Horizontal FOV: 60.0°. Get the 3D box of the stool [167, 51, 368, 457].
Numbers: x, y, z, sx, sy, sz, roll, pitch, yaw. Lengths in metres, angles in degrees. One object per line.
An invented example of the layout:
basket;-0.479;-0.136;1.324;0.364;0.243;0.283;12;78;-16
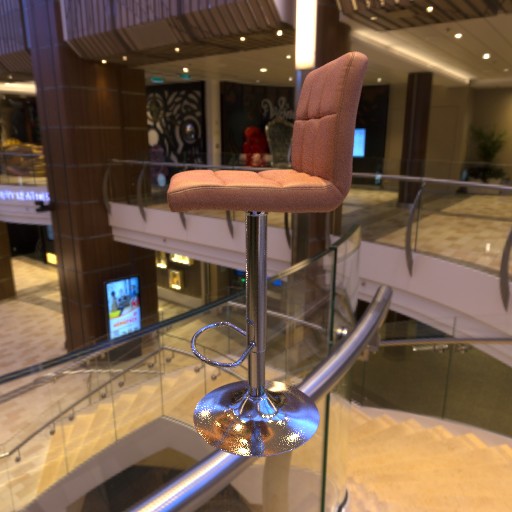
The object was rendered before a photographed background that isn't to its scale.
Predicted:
stool;0.000;0.000;1.360;0.505;1.115;0.430;-2;15;-9
